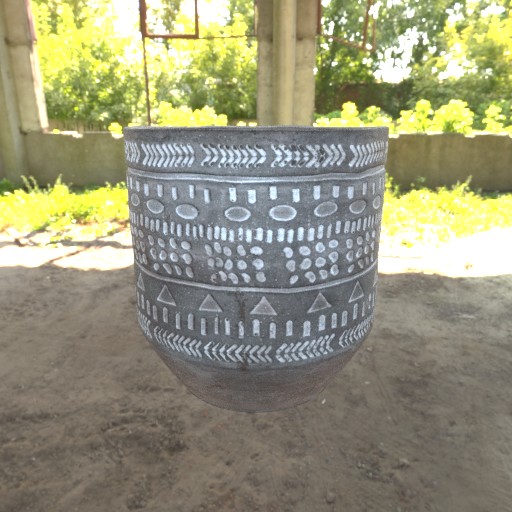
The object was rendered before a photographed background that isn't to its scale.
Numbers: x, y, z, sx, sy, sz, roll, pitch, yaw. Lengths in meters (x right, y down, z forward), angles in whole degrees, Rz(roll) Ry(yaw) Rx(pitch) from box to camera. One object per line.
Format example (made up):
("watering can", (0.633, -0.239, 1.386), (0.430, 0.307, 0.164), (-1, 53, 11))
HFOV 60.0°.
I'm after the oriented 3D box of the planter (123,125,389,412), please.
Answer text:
("planter", (0.000, 0.000, 0.227), (0.122, 0.128, 0.122), (0, 17, 0))
